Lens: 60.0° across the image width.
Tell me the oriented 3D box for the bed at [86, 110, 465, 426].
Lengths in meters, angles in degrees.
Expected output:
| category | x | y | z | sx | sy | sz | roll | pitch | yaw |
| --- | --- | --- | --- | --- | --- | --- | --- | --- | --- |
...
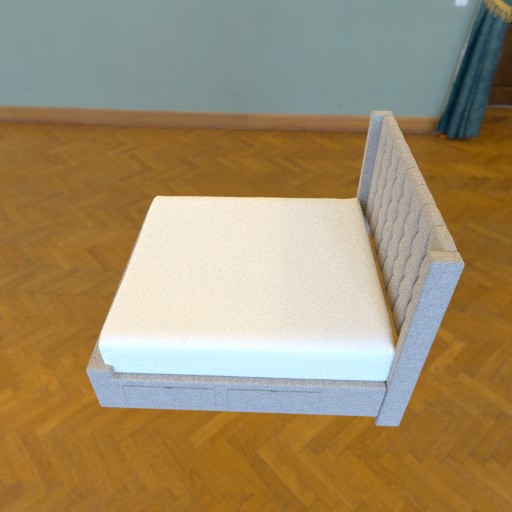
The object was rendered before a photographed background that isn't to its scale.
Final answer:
| category | x | y | z | sx | sy | sz | roll | pitch | yaw |
| --- | --- | --- | --- | --- | --- | --- | --- | --- | --- |
| bed | 0.000 | 0.000 | 3.750 | 2.372 | 1.748 | 2.044 | 1 | 41 | 2 |
